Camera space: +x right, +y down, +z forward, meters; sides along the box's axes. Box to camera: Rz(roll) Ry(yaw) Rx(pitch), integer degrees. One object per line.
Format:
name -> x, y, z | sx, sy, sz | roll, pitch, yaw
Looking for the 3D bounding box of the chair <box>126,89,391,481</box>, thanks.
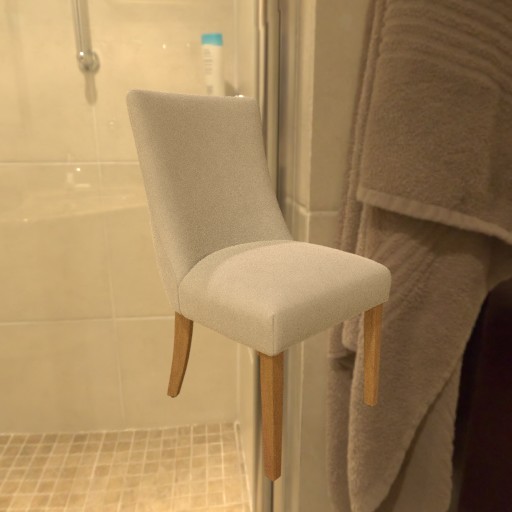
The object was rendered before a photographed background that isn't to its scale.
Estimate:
chair -> 0.000, 0.000, 1.263 | 0.495, 0.902, 0.610 | -14, 21, -42
